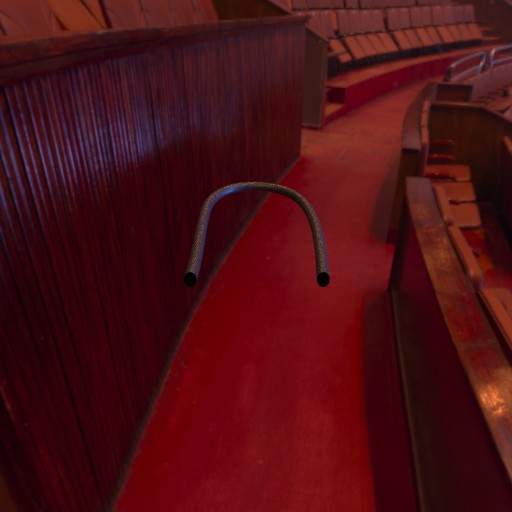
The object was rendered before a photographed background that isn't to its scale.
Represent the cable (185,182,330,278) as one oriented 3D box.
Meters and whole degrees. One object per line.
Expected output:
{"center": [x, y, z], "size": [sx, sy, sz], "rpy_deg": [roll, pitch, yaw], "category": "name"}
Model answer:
{"center": [0.000, 0.000, 0.109], "size": [0.041, 0.005, 0.098], "rpy_deg": [0, 30, 1], "category": "cable"}
